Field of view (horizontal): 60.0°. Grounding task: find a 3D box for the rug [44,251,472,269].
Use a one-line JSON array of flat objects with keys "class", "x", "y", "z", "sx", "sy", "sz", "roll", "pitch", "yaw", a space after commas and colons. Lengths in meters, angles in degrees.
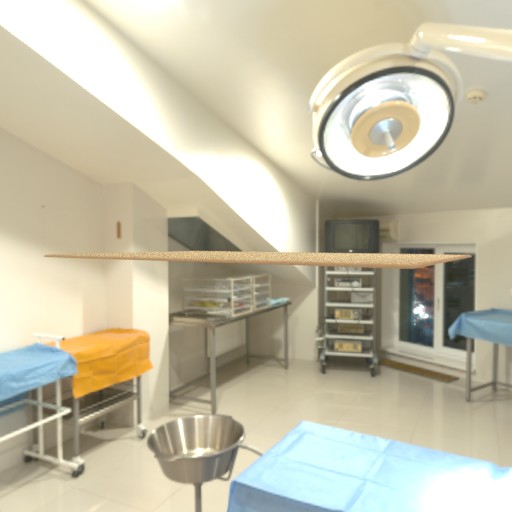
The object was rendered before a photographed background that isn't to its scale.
[{"class": "rug", "x": 0.000, "y": 0.000, "z": 2.038, "sx": 1.668, "sy": 0.012, "sz": 1.061, "roll": 1, "pitch": 2, "yaw": 33}]
